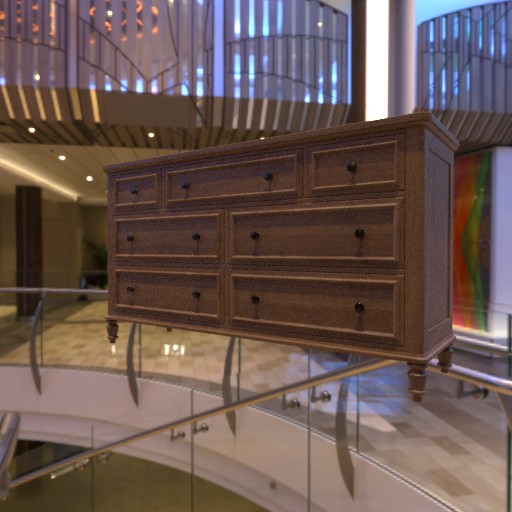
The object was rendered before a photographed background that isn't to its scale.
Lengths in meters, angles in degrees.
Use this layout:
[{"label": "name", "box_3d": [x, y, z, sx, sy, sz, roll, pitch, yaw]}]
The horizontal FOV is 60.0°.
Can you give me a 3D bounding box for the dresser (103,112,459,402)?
[{"label": "dresser", "box_3d": [0.000, 0.000, 1.974, 1.583, 0.892, 0.468, 1, 1, 35]}]
